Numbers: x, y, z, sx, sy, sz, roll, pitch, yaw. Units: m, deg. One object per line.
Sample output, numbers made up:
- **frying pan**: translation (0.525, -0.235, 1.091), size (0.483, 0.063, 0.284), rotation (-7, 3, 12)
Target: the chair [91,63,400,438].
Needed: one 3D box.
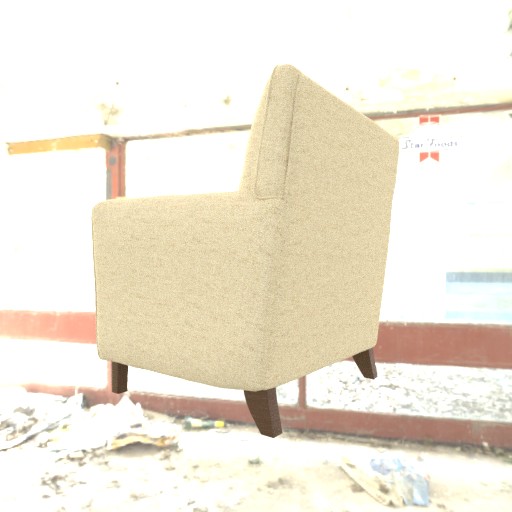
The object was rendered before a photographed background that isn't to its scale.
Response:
- **chair**: translation (0.000, 0.000, 1.619), size (0.823, 0.943, 0.870), rotation (-1, -1, 36)
